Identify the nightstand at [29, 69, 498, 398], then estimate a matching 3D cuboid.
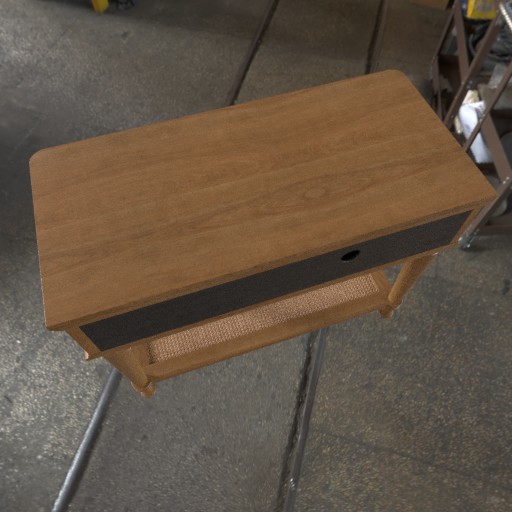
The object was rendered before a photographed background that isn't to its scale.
[{"bbox_3d":[0.000,0.000,1.248,0.914,0.700,0.432,-16,61,-9],"label":"nightstand"}]
